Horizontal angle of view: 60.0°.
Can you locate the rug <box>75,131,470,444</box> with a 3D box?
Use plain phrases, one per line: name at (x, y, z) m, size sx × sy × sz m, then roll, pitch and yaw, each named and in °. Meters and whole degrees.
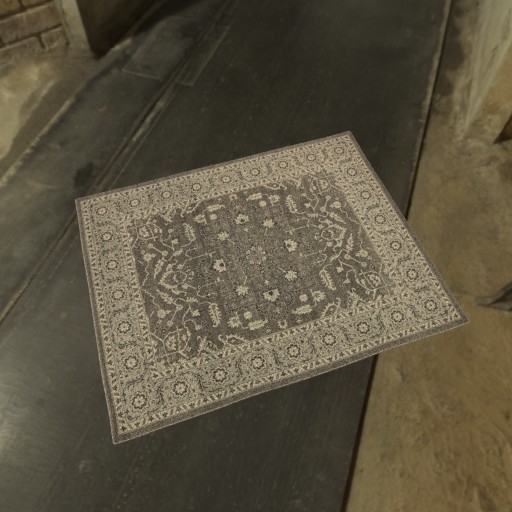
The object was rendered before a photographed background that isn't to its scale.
rug at (0.000, 0.000, 4.152) m, size 3.069 × 0.026 × 2.451 m, roll -16°, pitch 60°, yaw -10°
